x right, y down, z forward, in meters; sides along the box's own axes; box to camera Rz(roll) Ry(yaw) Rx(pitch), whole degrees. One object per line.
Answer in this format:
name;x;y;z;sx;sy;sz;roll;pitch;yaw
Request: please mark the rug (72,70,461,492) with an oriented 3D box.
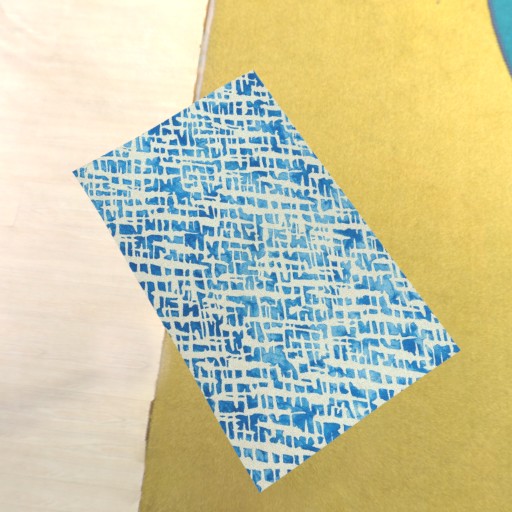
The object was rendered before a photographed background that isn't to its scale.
rug;0.000;0.000;2.966;1.520;0.011;2.447;-32;78;-8
